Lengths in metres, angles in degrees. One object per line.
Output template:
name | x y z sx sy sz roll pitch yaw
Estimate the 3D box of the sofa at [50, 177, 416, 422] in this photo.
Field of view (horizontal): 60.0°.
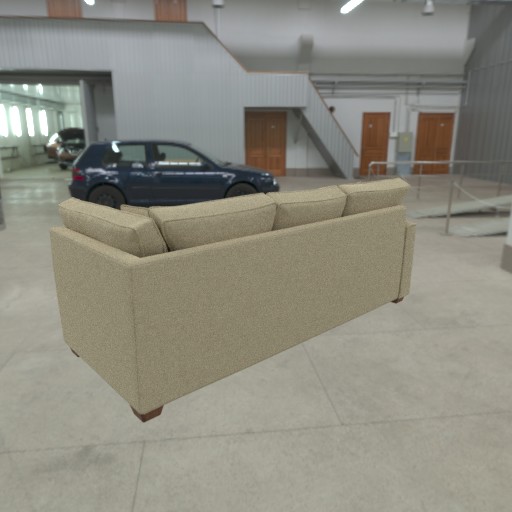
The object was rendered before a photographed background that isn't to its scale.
sofa | 0.000 0.000 2.973 2.317 0.962 1.061 -14 21 -40
